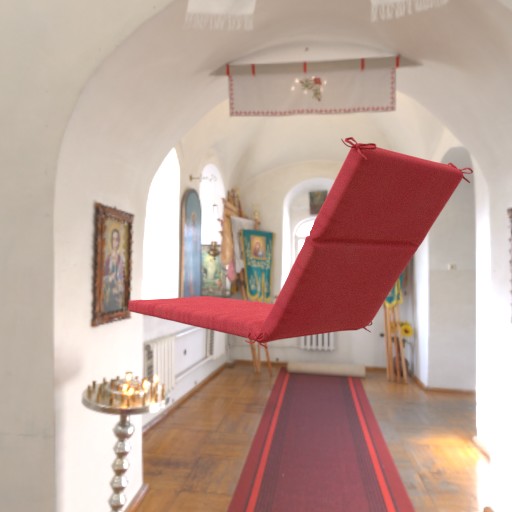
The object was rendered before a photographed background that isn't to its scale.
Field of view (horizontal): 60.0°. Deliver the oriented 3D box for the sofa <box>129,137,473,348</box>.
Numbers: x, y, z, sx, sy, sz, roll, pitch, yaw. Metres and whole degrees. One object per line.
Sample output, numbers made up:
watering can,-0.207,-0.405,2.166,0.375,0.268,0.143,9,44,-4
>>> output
sofa,0.000,0.000,1.950,0.582,0.622,1.663,1,-1,-38
